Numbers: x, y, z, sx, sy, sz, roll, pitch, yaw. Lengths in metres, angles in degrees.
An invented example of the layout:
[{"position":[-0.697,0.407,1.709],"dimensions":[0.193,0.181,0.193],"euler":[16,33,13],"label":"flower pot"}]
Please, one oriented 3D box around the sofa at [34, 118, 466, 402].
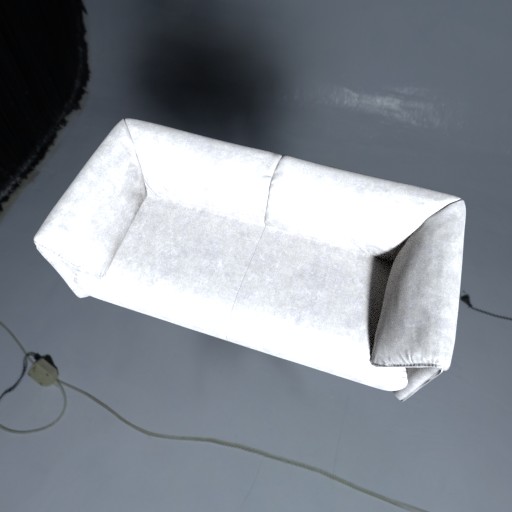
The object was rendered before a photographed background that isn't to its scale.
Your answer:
[{"position":[0.000,0.000,2.329],"dimensions":[1.878,0.747,0.905],"euler":[16,59,10],"label":"sofa"}]
